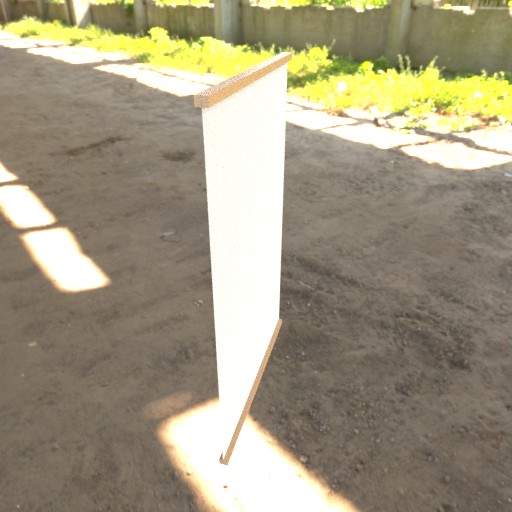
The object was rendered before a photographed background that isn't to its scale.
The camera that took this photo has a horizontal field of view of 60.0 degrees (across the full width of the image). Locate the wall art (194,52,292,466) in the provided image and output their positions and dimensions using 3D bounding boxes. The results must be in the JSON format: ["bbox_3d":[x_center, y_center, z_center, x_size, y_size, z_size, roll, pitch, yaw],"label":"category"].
[{"bbox_3d":[0.000,0.000,1.295,0.027,1.020,0.669,9,32,14],"label":"wall art"}]
